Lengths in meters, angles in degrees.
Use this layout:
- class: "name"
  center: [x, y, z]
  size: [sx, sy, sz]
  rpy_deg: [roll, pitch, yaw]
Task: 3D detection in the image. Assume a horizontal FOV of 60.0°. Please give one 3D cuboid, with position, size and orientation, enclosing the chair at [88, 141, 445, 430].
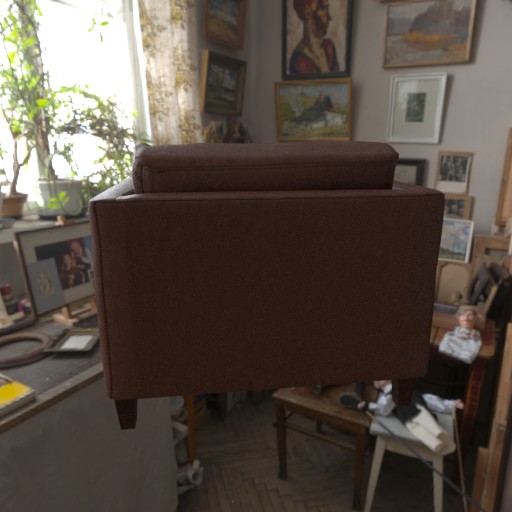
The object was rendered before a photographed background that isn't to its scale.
- class: "chair"
  center: [0.000, 0.000, 1.822]
  size: [1.107, 0.917, 0.959]
  rpy_deg: [-2, 15, -8]
